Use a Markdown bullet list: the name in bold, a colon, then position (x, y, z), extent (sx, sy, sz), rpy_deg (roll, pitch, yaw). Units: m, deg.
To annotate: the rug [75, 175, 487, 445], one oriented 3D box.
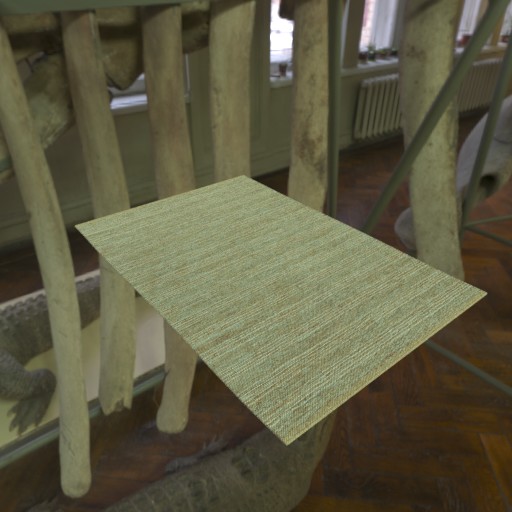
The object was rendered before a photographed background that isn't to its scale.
- **rug**: position (0.000, 0.000, 2.290), extent (1.240, 0.010, 1.824), rpy_deg (-23, 39, -32)
